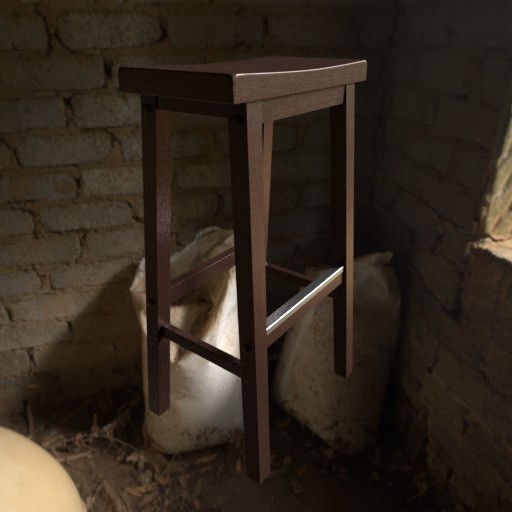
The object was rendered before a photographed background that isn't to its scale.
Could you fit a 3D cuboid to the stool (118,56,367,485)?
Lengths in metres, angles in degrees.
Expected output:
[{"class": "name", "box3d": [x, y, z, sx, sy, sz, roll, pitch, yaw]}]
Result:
[{"class": "stool", "box3d": [0.000, 0.000, 0.927, 0.322, 0.742, 0.406, 19, 32, 32]}]
